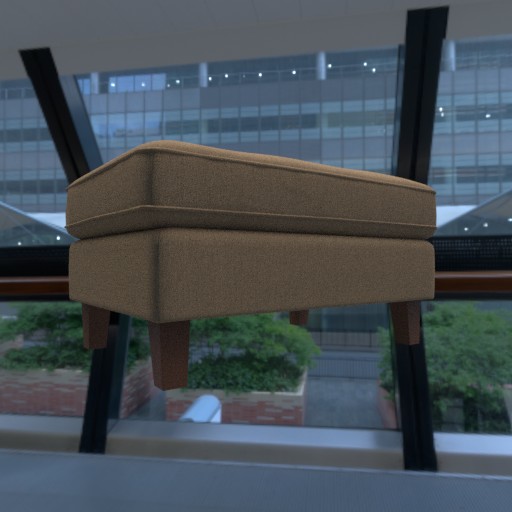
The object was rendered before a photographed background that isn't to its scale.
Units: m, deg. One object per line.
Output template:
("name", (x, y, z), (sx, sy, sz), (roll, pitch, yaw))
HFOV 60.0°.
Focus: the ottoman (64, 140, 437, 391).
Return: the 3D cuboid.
("ottoman", (0.000, 0.000, 1.301), (0.945, 0.521, 0.636), (1, -1, -36))
